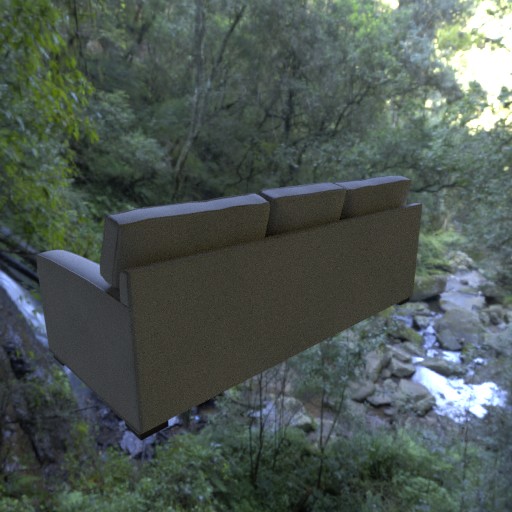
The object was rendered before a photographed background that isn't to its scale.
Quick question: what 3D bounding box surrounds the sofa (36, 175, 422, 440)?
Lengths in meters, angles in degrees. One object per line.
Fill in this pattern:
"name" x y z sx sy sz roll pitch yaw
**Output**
"sofa" 0.000 0.000 2.546 2.088 0.862 0.935 -15 22 -42
